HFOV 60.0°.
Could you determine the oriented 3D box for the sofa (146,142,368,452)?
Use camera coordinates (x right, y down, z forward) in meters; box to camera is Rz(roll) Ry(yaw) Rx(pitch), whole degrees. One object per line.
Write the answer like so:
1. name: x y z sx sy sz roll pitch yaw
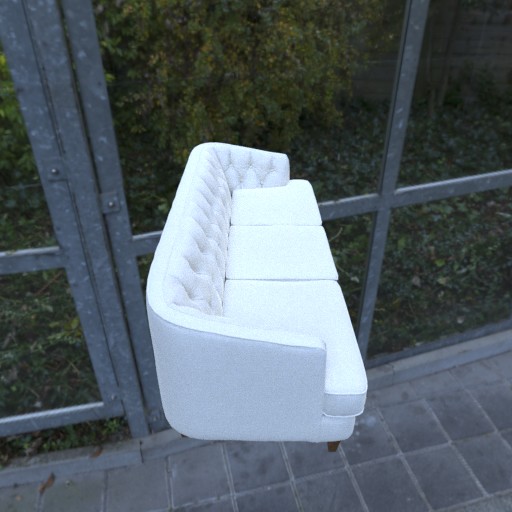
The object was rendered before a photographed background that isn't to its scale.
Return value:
1. sofa: 0.000 0.000 2.776 0.941 0.855 2.278 0 32 0
